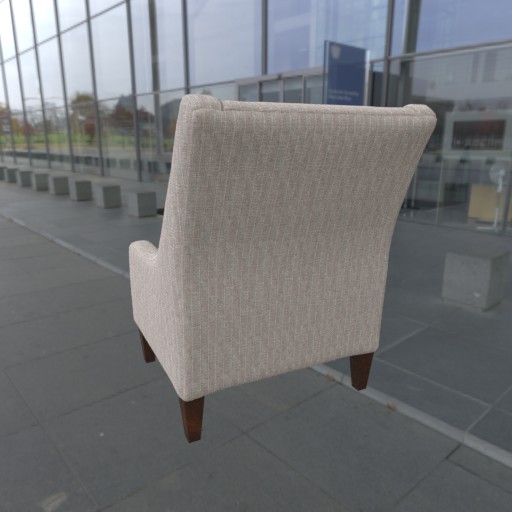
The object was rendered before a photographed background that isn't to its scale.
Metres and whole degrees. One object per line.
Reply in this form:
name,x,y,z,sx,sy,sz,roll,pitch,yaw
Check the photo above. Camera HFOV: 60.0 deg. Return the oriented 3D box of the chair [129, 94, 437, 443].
chair,0.000,0.000,1.604,0.774,1.014,0.870,-7,16,-26
